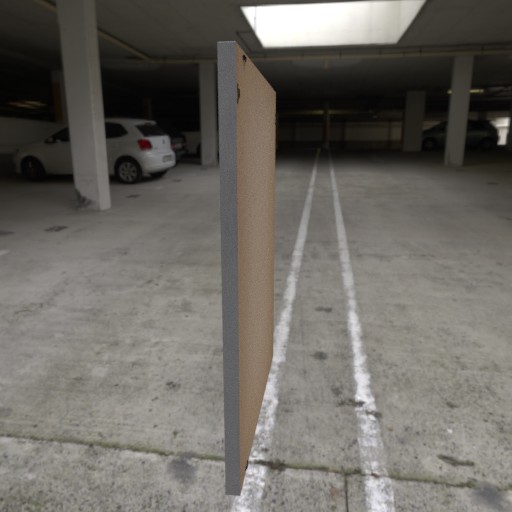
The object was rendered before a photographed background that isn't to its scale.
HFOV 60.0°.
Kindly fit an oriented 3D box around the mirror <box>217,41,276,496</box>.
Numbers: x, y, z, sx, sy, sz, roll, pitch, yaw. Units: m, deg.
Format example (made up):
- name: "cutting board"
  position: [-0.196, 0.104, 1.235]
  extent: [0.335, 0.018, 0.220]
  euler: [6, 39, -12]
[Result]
- name: "mirror"
  position: [0.000, 0.000, 1.326]
  extent: [0.041, 1.016, 0.762]
  euler: [2, 13, 8]
